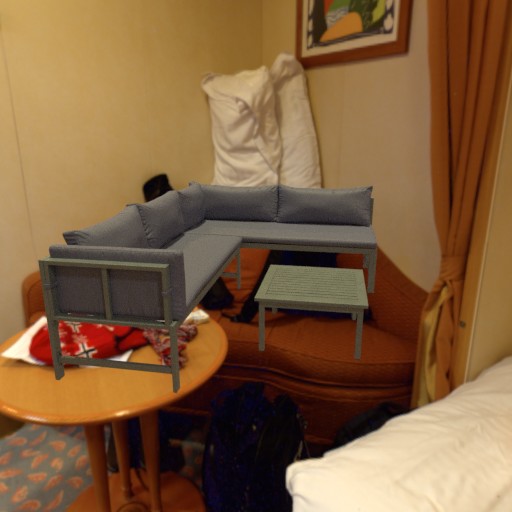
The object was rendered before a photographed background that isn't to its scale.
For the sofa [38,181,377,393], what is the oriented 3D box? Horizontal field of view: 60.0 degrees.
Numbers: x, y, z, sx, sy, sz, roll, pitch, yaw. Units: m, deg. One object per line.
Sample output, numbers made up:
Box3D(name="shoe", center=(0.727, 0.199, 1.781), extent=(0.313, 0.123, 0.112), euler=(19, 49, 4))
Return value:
Box3D(name="sofa", center=(0.000, 0.000, 2.973), extent=(1.658, 0.762, 2.149), euler=(3, 17, 10))
